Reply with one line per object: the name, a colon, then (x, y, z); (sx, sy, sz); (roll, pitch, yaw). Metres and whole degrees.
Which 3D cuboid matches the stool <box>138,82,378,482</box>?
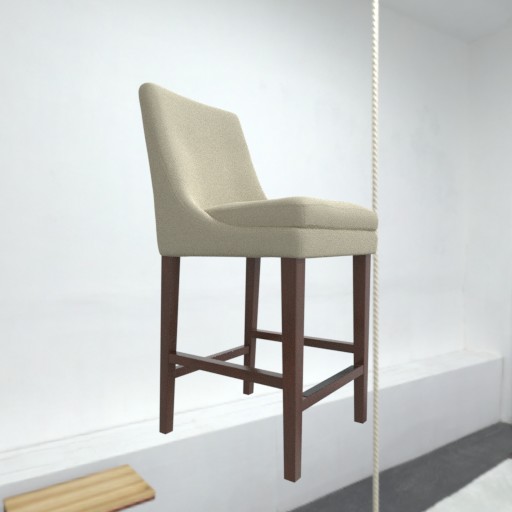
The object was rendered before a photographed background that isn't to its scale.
stool: (0.000, 0.000, 1.280); (0.577, 0.981, 0.470); (1, 2, 36)
